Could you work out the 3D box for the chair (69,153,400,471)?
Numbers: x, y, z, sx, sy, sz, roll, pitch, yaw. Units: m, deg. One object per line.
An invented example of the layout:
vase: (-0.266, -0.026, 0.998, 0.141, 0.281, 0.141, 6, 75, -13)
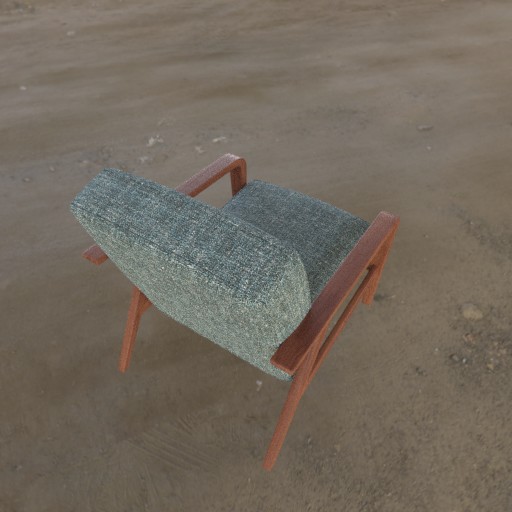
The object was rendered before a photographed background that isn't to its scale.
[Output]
chair: (0.000, 0.000, 1.517, 0.719, 0.864, 0.889, 25, 51, 22)
